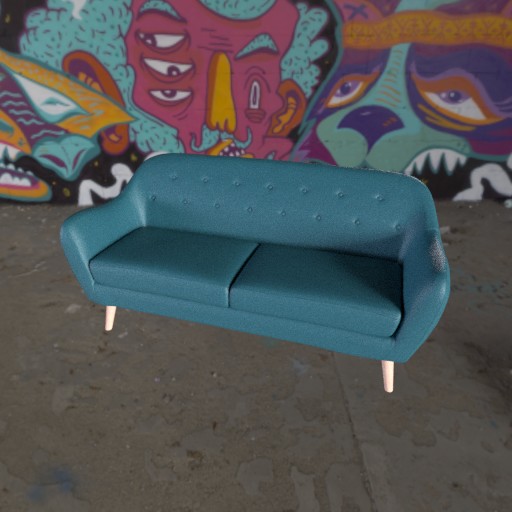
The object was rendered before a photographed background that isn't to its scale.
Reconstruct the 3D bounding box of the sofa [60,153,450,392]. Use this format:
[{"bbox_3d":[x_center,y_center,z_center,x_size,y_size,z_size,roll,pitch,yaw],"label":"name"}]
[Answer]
[{"bbox_3d":[0.000,0.000,2.354,1.840,0.836,0.820,9,29,16],"label":"sofa"}]
